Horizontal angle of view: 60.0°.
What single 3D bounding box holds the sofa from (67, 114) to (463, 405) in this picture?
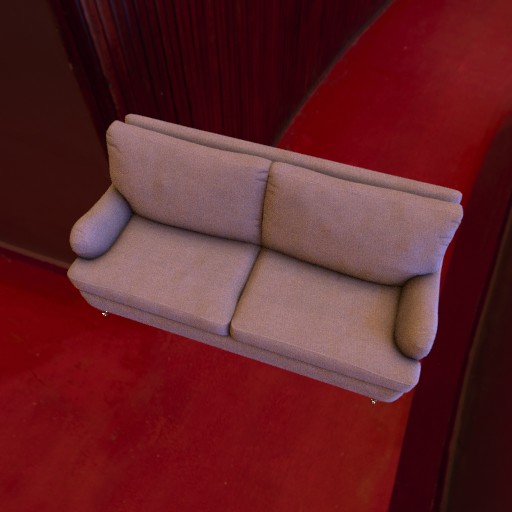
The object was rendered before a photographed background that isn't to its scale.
[{"bbox_3d":[0.000,0.000,2.800,2.193,1.096,1.069,16,58,10],"label":"sofa"}]
